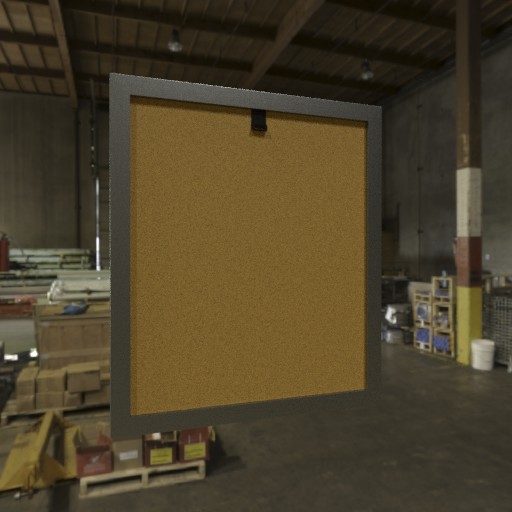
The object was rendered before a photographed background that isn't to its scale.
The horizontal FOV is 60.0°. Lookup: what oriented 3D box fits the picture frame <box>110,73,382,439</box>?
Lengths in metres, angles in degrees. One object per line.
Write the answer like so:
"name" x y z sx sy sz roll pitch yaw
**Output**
"picture frame" 0.000 0.000 1.341 0.839 0.968 0.073 0 0 -19
